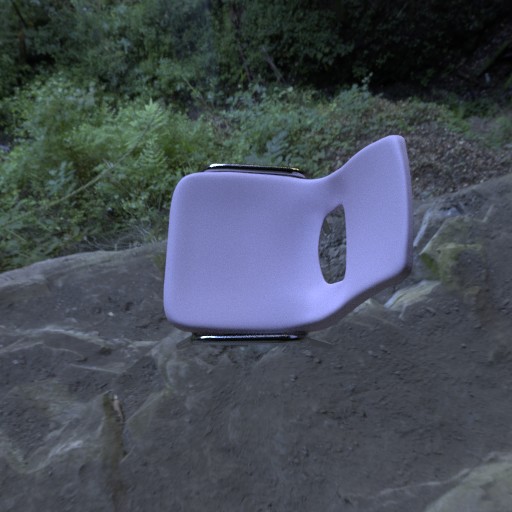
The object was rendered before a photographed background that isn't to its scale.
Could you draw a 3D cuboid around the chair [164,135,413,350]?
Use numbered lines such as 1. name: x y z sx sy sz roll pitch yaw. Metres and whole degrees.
1. chair: 0.000 0.000 0.945 0.436 0.704 0.381 2 76 0
